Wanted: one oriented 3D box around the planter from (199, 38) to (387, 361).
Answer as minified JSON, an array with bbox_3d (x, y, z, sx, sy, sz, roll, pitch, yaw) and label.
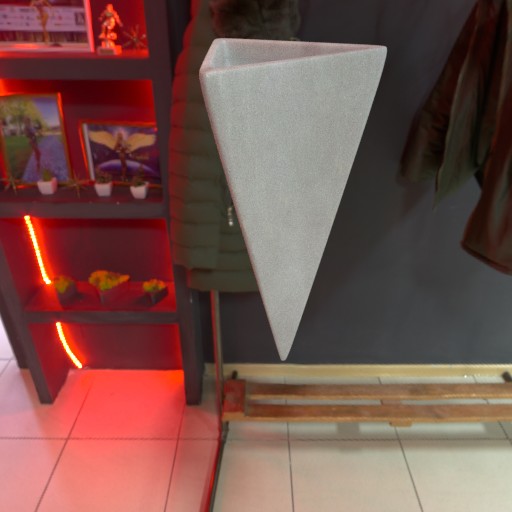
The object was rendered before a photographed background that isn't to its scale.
[{"bbox_3d":[0.000,0.000,0.151,0.058,0.130,0.047,18,34,28],"label":"planter"}]
